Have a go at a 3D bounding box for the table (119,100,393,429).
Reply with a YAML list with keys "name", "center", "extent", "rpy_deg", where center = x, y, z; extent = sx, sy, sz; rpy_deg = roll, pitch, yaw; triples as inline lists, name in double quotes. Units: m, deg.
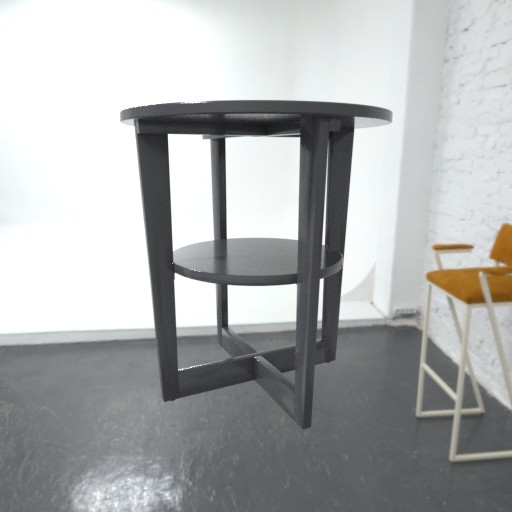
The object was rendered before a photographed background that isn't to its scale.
- name: "table"
  center: [0.000, 0.000, 0.907]
  extent: [0.500, 0.550, 0.500]
  rpy_deg: [0, 13, 0]
